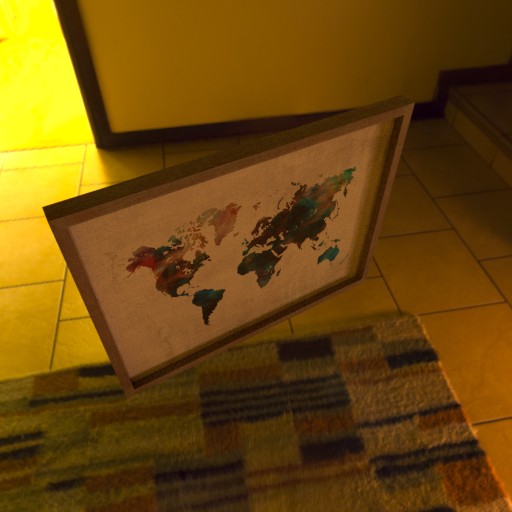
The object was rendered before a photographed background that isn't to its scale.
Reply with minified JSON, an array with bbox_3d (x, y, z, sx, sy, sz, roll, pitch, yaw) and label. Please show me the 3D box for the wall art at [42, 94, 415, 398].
[{"bbox_3d":[0.000,0.000,1.789,1.320,1.009,0.070,-23,50,-21],"label":"wall art"}]
